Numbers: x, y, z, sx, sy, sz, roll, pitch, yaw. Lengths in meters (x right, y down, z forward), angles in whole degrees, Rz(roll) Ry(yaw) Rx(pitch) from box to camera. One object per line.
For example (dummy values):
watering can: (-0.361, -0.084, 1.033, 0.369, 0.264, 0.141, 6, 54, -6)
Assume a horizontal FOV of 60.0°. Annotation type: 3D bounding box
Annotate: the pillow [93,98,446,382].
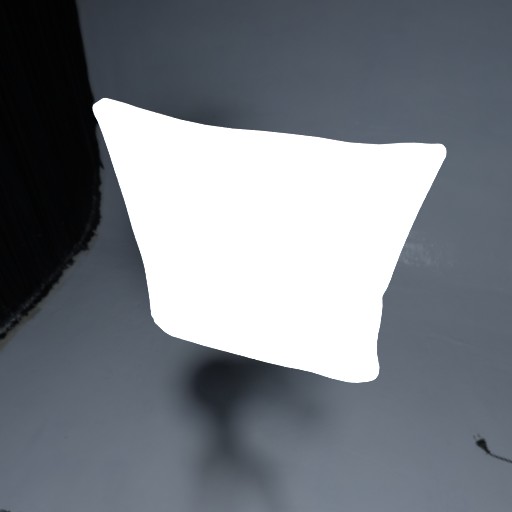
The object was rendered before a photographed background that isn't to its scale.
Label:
pillow: (0.000, 0.000, 0.763, 0.496, 0.491, 0.219, 12, 41, 14)
